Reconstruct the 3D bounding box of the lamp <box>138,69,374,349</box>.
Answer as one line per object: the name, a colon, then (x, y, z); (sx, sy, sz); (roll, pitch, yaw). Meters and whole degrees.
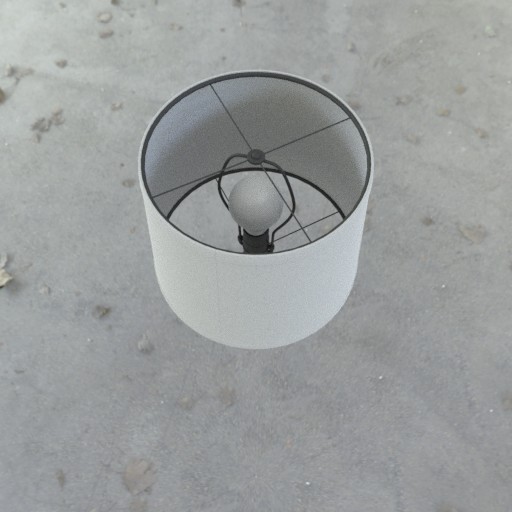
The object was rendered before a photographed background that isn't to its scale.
lamp: (0.000, 0.000, 0.701); (0.310, 0.501, 0.310); (0, 64, 0)
